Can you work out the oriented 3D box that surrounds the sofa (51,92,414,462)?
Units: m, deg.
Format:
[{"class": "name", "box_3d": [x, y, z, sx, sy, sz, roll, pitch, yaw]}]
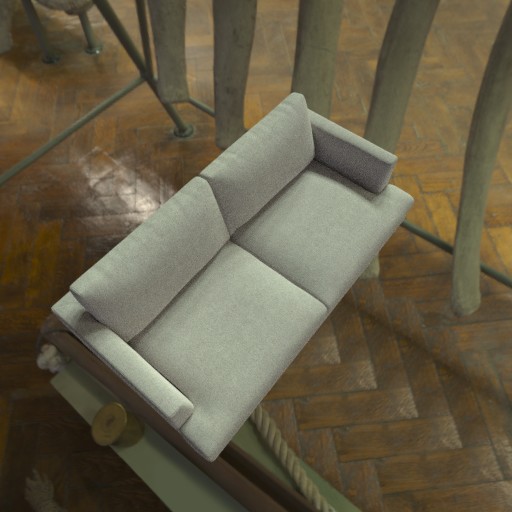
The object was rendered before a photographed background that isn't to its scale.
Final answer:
[{"class": "sofa", "box_3d": [0.000, 0.000, 2.549, 1.020, 0.868, 1.948, 35, 65, 19]}]
